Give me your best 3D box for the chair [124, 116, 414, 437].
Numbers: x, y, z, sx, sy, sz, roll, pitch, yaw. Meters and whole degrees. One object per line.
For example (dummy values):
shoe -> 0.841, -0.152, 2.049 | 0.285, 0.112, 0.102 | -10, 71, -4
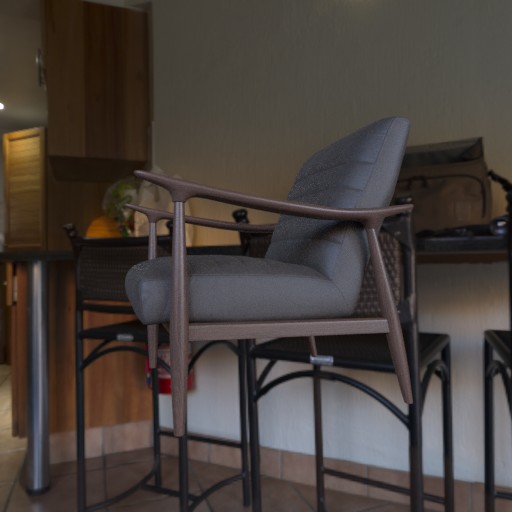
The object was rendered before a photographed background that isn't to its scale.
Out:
chair -> 0.000, 0.000, 1.432 | 0.798, 0.831, 0.741 | 0, 0, -18
